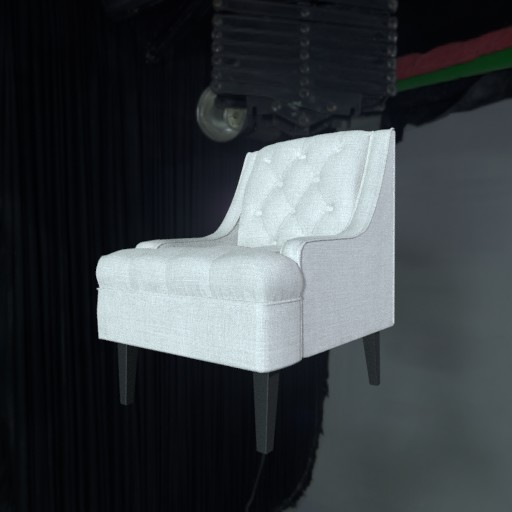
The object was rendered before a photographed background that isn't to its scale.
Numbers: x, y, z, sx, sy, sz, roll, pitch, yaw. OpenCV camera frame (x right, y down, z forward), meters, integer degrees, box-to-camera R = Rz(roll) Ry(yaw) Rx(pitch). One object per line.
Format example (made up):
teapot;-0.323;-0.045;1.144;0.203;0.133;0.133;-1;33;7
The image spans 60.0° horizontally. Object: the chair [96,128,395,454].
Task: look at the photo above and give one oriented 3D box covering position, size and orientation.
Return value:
chair;0.000;0.000;1.419;0.658;0.891;0.772;1;1;38
